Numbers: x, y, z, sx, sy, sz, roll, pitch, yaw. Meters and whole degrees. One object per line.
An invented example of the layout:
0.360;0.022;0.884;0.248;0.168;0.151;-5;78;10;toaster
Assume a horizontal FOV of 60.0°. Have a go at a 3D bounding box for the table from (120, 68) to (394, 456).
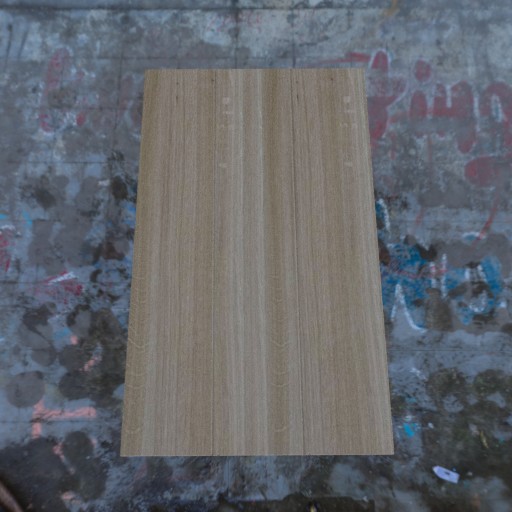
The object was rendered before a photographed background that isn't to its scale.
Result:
0.000;0.000;1.404;0.678;0.353;1.110;0;75;0;table
